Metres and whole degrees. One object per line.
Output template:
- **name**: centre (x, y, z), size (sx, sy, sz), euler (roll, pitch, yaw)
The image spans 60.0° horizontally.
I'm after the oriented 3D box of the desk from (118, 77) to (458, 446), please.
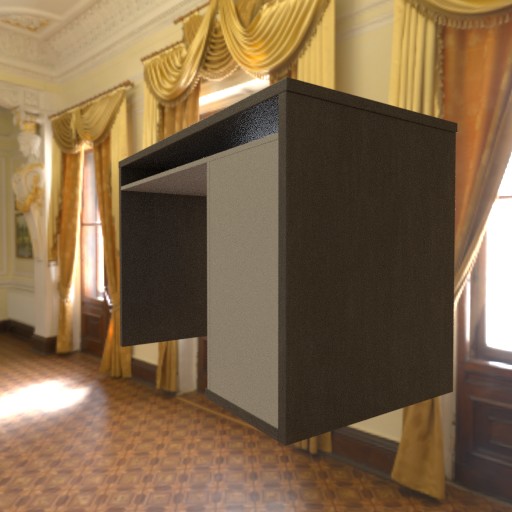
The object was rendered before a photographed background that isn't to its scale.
- **desk**: centre (0.000, 0.000, 1.520), size (0.600, 0.750, 1.100), euler (-1, 2, -34)
